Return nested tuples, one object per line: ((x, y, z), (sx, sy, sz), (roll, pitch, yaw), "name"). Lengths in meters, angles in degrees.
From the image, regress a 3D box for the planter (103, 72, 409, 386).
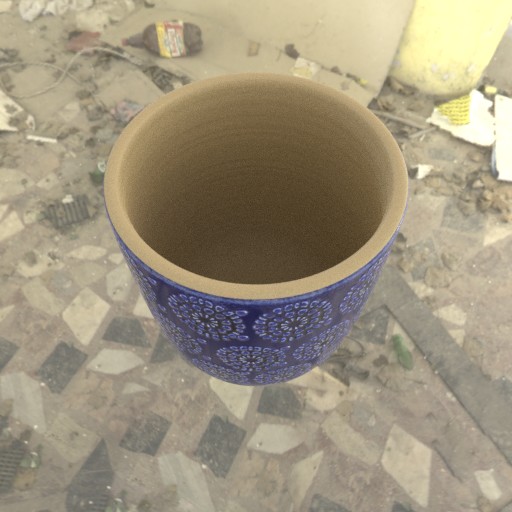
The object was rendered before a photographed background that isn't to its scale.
((0.000, 0.000, 0.352), (0.184, 0.206, 0.184), (0, 58, 0), "planter")
